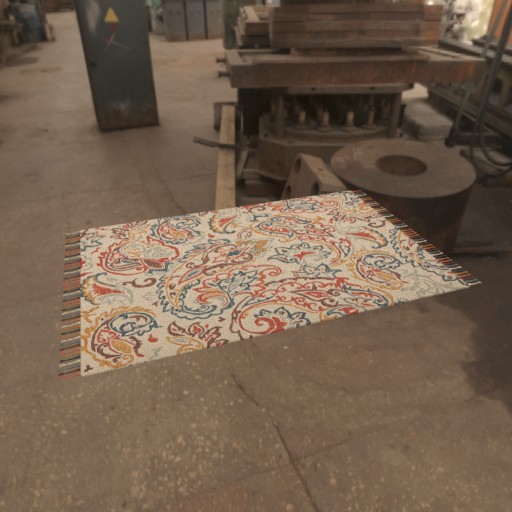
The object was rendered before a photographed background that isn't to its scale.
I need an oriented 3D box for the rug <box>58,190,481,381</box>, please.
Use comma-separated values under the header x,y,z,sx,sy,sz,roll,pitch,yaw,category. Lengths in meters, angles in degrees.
x,y,z,sx,sy,sz,roll,pitch,yaw,category
0.000,0.000,2.433,1.997,0.010,1.218,-10,34,-16,rug
